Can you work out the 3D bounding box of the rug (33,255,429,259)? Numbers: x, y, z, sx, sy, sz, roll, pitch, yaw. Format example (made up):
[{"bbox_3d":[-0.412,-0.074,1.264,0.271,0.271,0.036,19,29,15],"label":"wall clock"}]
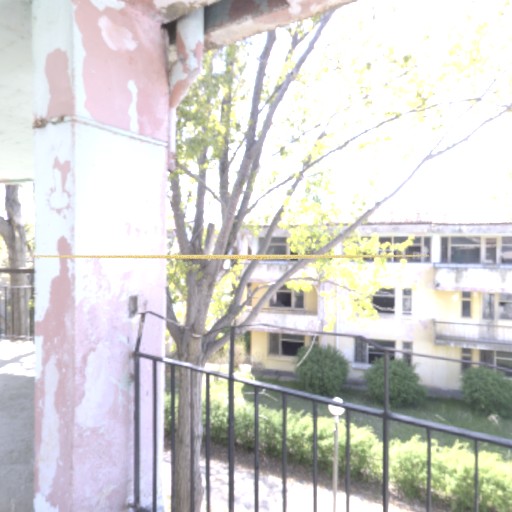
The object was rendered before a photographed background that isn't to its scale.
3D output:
[{"bbox_3d":[0.000,0.000,4.472,2.486,0.015,3.242,0,0,37],"label":"rug"}]
